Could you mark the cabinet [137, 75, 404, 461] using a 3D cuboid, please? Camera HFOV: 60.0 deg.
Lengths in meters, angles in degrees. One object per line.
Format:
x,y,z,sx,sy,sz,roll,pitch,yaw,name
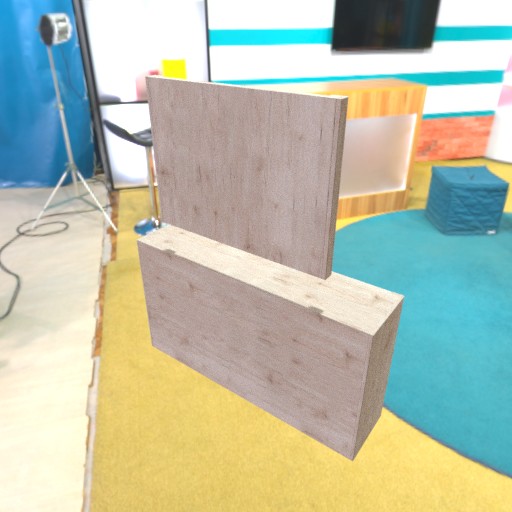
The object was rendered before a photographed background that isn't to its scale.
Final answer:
0.000,0.000,2.672,1.700,1.981,0.420,20,35,31,cabinet
